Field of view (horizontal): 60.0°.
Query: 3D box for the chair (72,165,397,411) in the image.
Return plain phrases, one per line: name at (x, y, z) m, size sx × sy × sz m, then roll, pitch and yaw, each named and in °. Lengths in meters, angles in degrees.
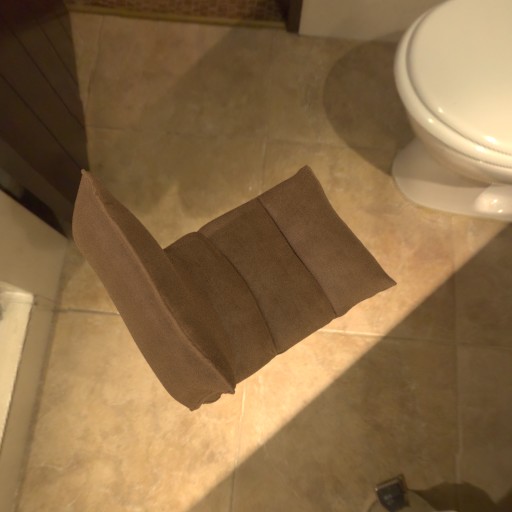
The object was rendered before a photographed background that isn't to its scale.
chair at (0.000, 0.000, 1.592) m, size 0.985 × 0.892 × 0.714 m, roll -31°, pitch 78°, yaw -8°
